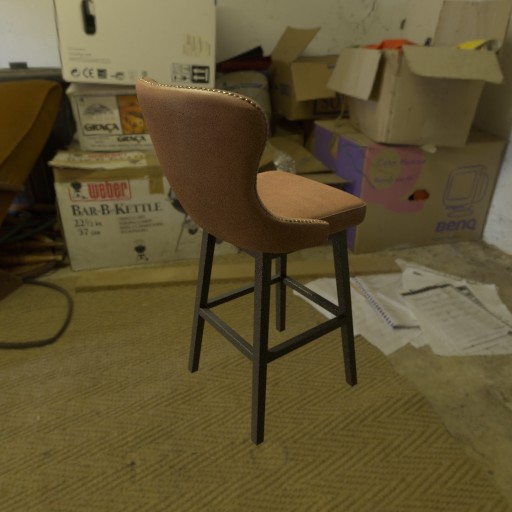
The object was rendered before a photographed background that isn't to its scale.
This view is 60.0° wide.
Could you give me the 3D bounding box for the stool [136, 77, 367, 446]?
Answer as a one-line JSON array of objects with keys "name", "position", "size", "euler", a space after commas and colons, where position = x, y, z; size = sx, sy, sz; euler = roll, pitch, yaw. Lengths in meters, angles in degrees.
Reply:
[{"name": "stool", "position": [0.000, 0.000, 1.391], "size": [0.601, 1.050, 0.528], "euler": [-18, 32, -32]}]
